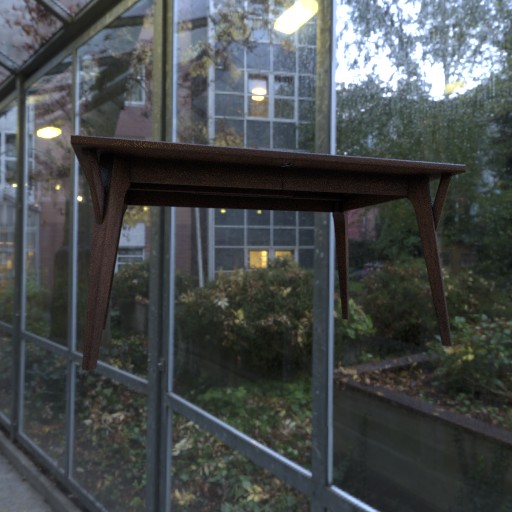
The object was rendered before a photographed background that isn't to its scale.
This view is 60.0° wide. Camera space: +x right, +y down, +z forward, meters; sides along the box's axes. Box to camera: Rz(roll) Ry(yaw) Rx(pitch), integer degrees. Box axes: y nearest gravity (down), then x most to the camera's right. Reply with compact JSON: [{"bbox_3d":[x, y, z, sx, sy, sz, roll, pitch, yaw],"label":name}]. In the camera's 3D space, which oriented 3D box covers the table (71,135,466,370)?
[{"bbox_3d":[0.000,0.000,2.089,1.524,0.761,0.990,0,-1,-17],"label":"table"}]
